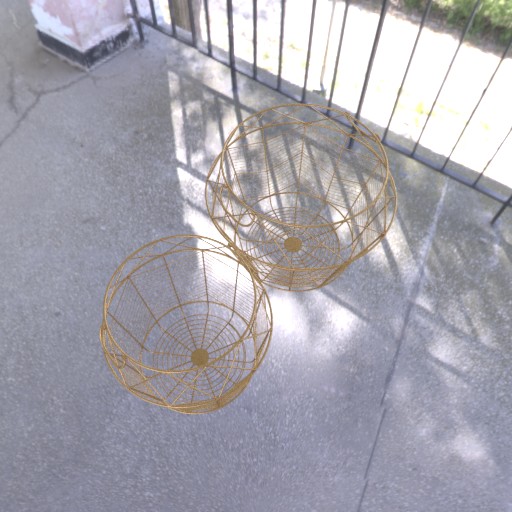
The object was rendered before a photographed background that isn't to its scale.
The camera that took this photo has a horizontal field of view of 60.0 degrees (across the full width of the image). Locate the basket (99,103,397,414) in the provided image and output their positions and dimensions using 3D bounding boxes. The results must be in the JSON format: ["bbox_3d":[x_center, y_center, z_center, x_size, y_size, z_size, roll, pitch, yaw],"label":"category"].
[{"bbox_3d":[0.000,0.000,1.037,0.451,0.343,0.805,32,63,18],"label":"basket"}]
